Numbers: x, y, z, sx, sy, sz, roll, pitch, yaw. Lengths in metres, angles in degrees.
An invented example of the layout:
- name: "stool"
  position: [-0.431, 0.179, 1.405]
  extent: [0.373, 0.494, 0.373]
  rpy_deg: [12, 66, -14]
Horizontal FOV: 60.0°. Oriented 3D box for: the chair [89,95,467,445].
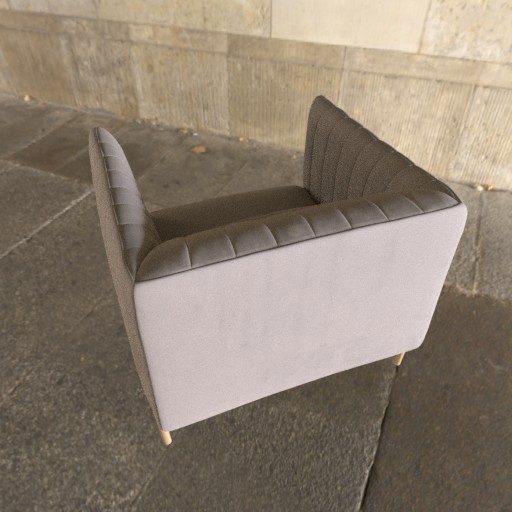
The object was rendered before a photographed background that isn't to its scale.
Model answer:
- name: "chair"
  position: [0.000, 0.000, 1.586]
  extent: [0.981, 0.779, 0.873]
  rpy_deg: [-14, 42, -16]
